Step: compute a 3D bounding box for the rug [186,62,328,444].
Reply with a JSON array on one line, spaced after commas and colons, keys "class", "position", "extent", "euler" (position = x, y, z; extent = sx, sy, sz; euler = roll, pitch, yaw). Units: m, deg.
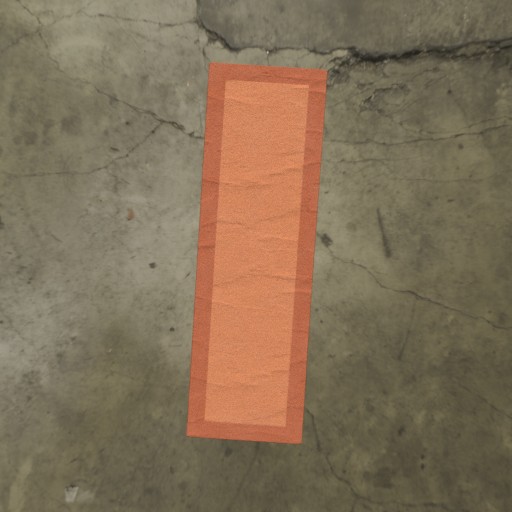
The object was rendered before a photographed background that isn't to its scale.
[{"class": "rug", "position": [0.000, 0.000, 2.862], "extent": [0.914, 0.013, 2.471], "euler": [0, 92, 0]}]
